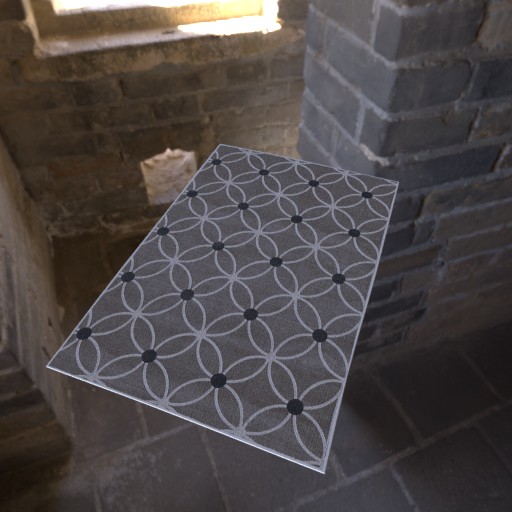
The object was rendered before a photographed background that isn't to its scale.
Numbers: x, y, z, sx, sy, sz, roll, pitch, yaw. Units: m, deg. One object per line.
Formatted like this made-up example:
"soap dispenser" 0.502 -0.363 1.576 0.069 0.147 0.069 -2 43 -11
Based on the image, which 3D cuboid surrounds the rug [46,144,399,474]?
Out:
"rug" 0.000 0.000 2.889 1.522 0.008 2.284 15 48 14
